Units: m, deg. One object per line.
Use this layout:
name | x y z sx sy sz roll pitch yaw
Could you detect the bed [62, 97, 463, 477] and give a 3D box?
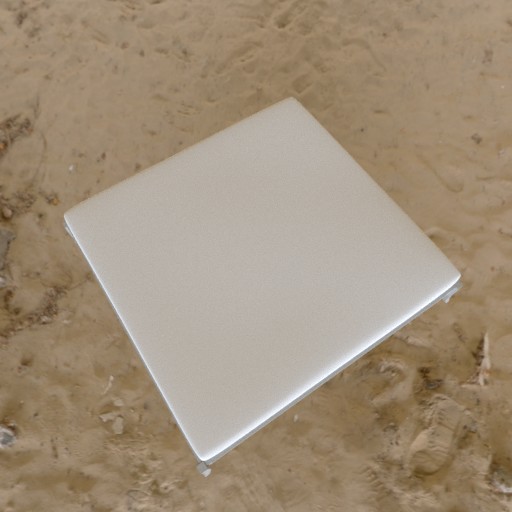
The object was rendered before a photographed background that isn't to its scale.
bed | 0.000 0.000 3.167 2.108 0.510 2.007 -31 68 -14
